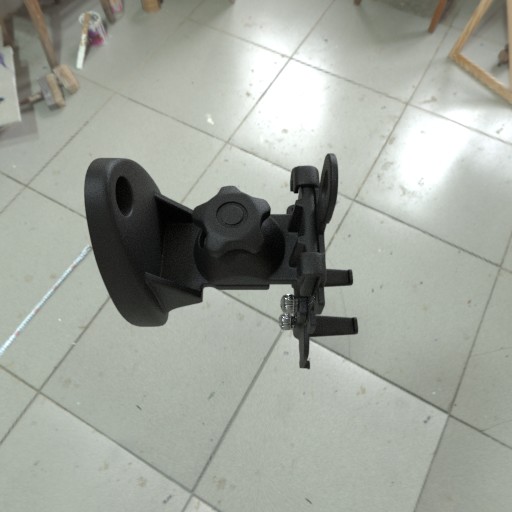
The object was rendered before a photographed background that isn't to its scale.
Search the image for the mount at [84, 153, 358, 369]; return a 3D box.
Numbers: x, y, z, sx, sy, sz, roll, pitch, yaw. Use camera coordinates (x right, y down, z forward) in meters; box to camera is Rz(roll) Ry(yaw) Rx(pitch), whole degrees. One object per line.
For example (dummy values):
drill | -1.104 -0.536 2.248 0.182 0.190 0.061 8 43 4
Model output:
mount | 0.000 0.000 0.178 0.100 0.118 0.066 0 64 0
